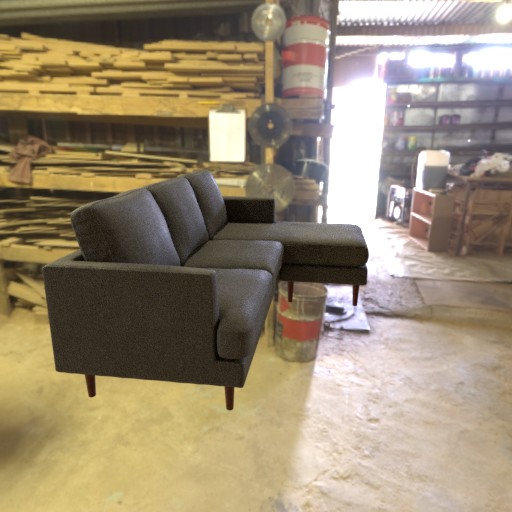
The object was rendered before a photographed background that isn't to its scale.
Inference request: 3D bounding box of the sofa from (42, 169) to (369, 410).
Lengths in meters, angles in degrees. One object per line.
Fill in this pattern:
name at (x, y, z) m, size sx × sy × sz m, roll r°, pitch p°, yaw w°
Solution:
sofa at (0.000, 0.000, 2.871) m, size 1.504 × 0.956 × 2.233 m, roll 2°, pitch 16°, yaw 9°
